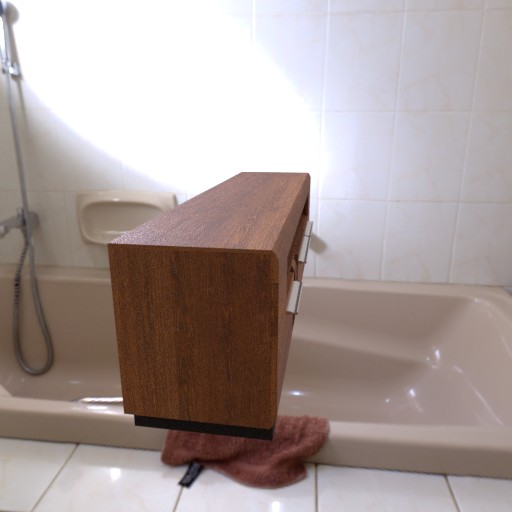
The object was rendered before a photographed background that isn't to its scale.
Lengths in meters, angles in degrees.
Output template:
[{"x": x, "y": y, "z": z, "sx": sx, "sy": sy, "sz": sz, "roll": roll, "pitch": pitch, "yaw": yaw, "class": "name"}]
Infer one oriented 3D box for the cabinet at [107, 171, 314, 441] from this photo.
[{"x": 0.000, "y": 0.000, "z": 1.793, "sx": 0.419, "sy": 0.510, "sz": 1.600, "roll": 3, "pitch": 17, "yaw": 9, "class": "cabinet"}]
